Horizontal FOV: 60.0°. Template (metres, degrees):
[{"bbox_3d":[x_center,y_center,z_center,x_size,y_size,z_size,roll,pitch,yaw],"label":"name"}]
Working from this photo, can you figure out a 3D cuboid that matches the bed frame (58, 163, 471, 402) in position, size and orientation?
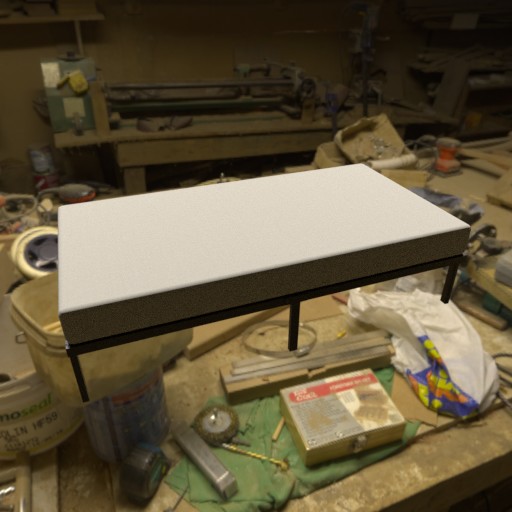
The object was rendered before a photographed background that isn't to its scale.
[{"bbox_3d":[0.000,0.000,3.289,2.635,0.680,1.393,-11,33,-18],"label":"bed frame"}]
